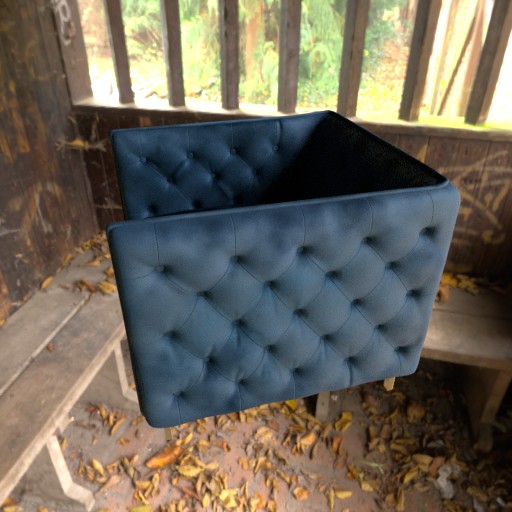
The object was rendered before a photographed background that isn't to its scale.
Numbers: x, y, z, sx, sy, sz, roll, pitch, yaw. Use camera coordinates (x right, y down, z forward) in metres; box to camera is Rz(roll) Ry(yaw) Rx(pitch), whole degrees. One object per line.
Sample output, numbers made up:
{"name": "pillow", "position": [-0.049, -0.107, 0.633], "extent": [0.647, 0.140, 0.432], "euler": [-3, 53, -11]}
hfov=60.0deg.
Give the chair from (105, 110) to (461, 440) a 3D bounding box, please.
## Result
{"name": "chair", "position": [0.000, 0.000, 1.534], "extent": [0.877, 0.771, 0.868], "euler": [-8, 33, -13]}
